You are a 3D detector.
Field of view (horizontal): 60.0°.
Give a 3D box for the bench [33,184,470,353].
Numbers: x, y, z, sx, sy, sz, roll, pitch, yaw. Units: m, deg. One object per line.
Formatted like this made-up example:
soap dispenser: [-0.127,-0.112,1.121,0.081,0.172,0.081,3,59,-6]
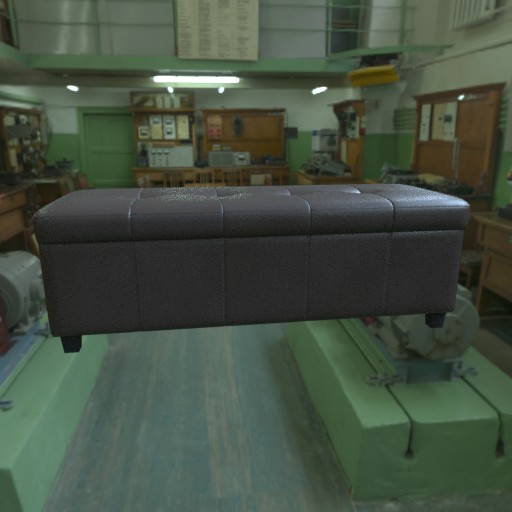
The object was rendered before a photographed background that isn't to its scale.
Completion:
bench: [0.000,0.000,1.452,1.219,0.417,0.450,-2,16,-8]
